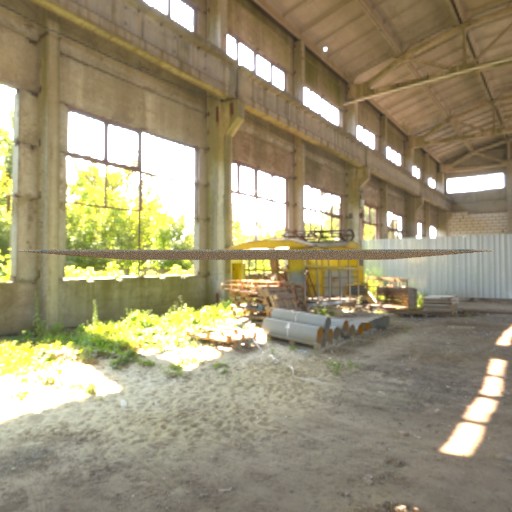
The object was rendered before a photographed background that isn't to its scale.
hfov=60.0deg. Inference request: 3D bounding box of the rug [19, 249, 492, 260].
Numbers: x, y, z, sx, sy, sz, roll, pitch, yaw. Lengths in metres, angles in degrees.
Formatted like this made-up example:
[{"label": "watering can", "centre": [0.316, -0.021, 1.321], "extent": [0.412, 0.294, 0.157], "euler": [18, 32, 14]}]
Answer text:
[{"label": "rug", "centre": [0.000, 0.000, 2.236], "extent": [1.730, 0.009, 1.278], "euler": [0, -2, 1]}]
